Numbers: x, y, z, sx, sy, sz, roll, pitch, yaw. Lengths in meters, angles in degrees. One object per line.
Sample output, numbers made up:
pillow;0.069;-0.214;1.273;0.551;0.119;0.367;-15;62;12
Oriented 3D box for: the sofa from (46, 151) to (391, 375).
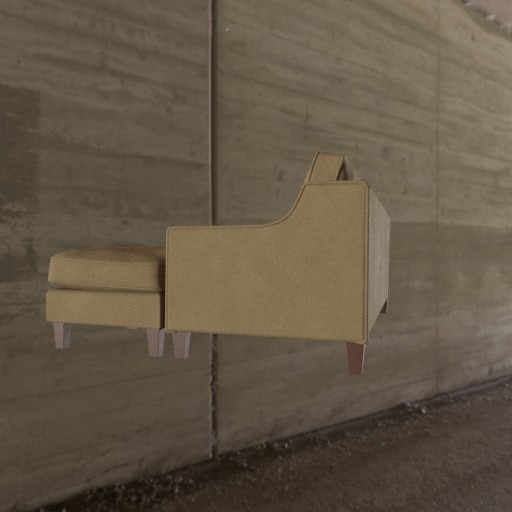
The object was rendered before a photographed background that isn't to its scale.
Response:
sofa;0.000;0.000;3.346;1.858;1.066;2.317;0;1;19
